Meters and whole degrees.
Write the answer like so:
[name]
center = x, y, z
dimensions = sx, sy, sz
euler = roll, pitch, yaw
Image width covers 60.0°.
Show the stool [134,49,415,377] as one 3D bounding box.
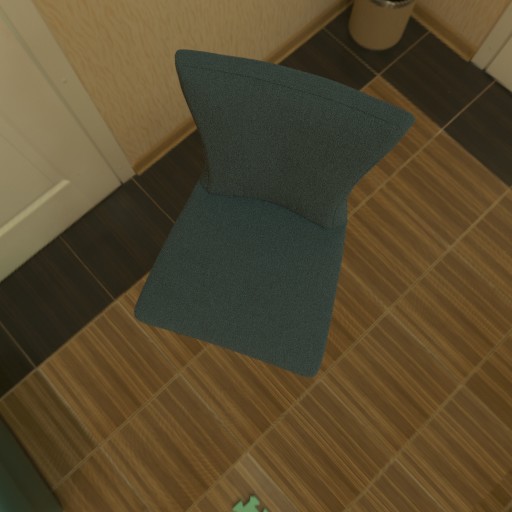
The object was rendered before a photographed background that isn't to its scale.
[stool]
center = 0.000, 0.000, 1.304
dimensions = 0.514, 1.000, 0.574
euler = 17, 76, 5
